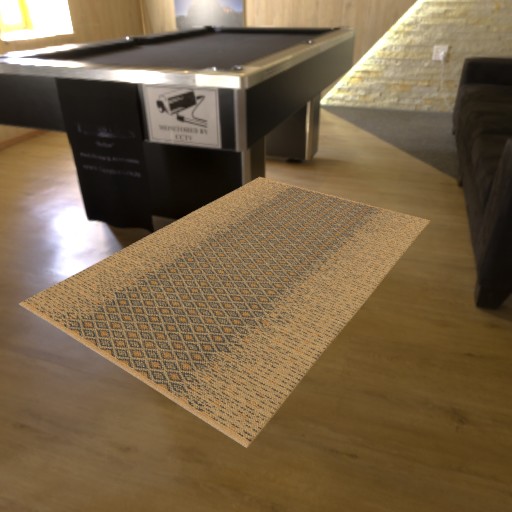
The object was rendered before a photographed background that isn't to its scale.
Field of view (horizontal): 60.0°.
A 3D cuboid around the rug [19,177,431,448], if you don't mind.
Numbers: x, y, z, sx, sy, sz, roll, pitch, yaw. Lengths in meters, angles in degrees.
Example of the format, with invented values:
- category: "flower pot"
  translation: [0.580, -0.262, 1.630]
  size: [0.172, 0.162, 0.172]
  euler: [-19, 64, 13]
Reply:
- category: "rug"
  translation: [0.000, 0.000, 2.253]
  size: [1.219, 0.005, 1.828]
  euler: [20, 36, 29]
